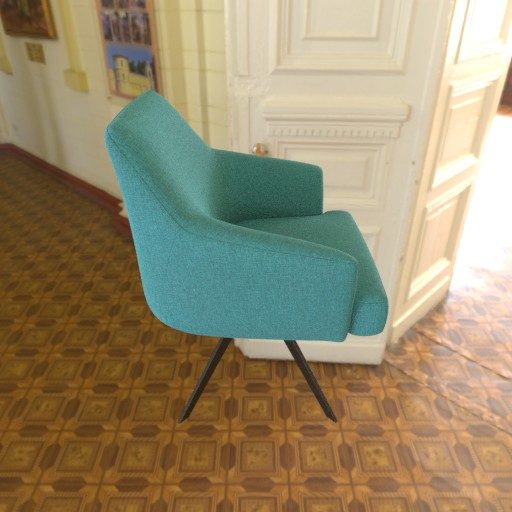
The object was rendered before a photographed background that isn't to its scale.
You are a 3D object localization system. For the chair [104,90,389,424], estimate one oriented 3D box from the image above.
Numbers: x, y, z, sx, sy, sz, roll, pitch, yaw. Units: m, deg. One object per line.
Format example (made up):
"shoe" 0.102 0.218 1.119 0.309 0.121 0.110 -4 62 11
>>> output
"chair" 0.000 0.000 1.317 0.677 0.874 0.642 0 31 0
